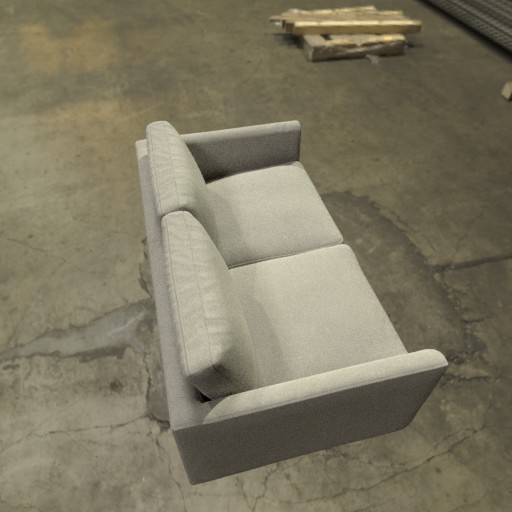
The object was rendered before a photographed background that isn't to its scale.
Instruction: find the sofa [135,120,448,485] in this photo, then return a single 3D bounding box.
[{"bbox_3d":[0.000,0.000,2.404,1.091,0.839,1.905,-11,47,-10],"label":"sofa"}]
